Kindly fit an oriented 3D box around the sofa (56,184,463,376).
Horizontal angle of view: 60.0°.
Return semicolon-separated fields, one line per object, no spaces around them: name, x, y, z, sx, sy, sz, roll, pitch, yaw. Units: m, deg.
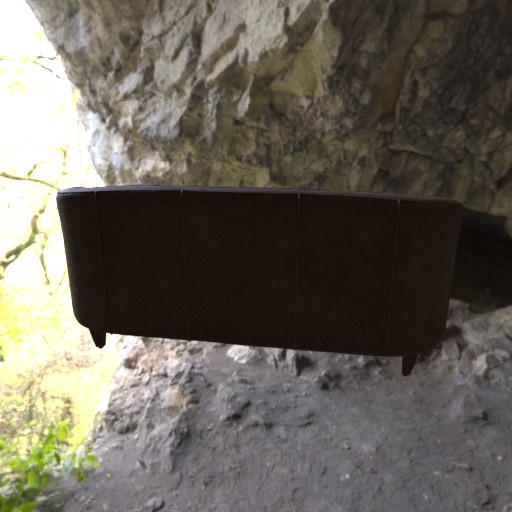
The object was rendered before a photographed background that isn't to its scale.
sofa;0.000;0.000;2.227;1.767;0.799;0.917;3;17;9
